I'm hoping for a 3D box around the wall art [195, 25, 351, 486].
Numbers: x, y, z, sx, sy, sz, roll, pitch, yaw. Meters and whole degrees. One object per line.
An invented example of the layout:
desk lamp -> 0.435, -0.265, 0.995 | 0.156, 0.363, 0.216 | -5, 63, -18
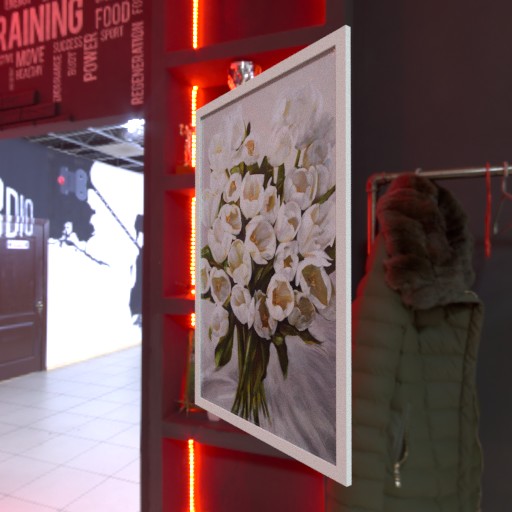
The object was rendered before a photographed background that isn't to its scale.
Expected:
wall art -> 0.000, 0.000, 1.198 | 0.015, 0.965, 0.660 | 0, -1, -36
